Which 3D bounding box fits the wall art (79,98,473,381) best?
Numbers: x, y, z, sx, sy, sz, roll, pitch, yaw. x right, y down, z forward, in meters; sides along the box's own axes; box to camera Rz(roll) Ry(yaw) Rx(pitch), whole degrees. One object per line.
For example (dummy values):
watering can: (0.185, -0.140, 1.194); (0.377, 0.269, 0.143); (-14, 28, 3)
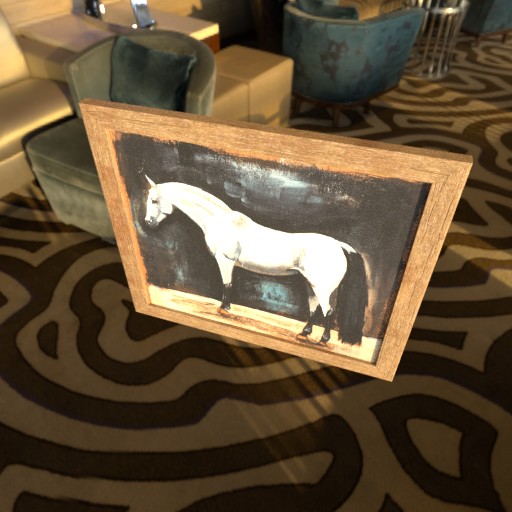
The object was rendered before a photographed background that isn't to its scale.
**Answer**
wall art: (0.000, 0.000, 0.948); (0.690, 0.588, 0.026); (13, 43, 14)
